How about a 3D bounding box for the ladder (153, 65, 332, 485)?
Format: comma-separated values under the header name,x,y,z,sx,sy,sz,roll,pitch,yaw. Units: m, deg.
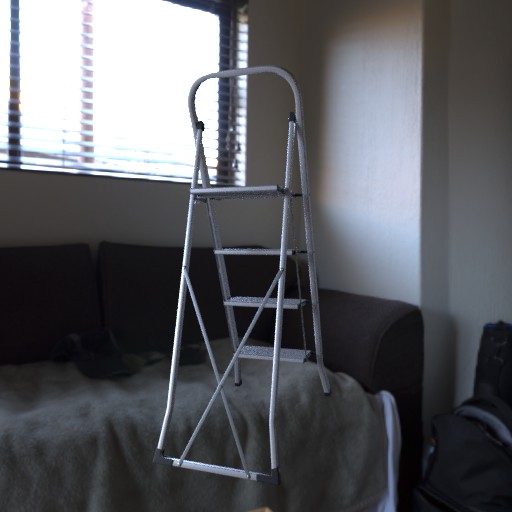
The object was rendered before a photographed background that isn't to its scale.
name,x,y,z,sx,sy,sz,roll,pitch,yaw
ladder,0.000,0.000,1.700,0.465,1.290,0.830,1,2,18
